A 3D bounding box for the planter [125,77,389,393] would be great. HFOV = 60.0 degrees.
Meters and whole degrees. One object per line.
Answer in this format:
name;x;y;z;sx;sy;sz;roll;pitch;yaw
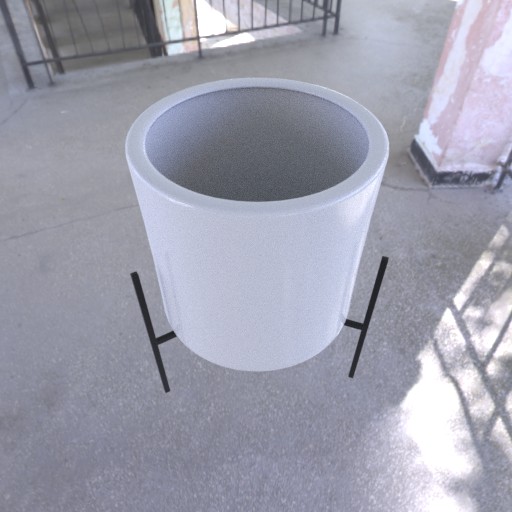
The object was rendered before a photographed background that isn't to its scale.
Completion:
planter;0.000;0.000;0.739;0.360;0.480;0.361;-3;45;-3
